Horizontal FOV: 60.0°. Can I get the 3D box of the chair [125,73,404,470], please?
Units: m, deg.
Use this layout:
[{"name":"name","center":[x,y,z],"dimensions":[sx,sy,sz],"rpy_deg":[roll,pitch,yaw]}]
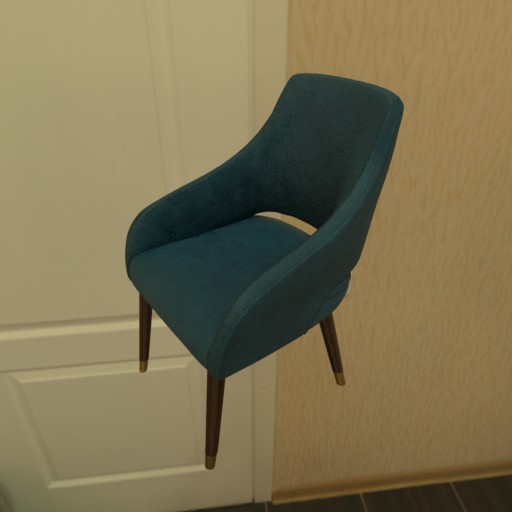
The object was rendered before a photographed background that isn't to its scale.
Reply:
[{"name":"chair","center":[0.000,0.000,1.542],"dimensions":[0.794,1.081,0.683],"rpy_deg":[-21,38,-30]}]
